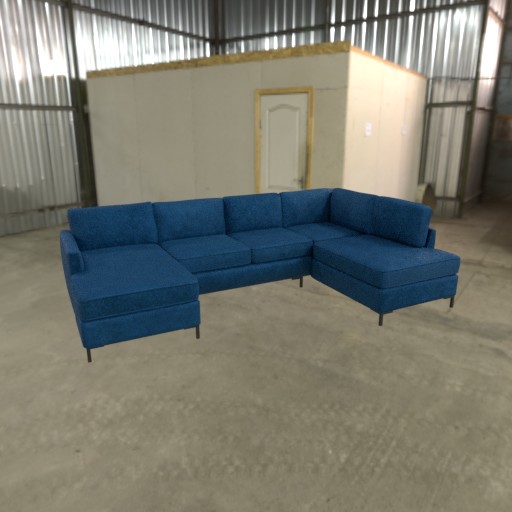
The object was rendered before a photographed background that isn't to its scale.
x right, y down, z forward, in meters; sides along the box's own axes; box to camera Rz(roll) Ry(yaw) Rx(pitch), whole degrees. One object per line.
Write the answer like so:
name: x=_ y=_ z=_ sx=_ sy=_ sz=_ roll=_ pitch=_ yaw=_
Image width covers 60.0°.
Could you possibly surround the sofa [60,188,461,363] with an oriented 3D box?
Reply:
sofa: x=0.000 y=0.000 z=4.386 sx=3.434 sy=0.992 sz=2.055 roll=-8 pitch=19 yaw=-26
